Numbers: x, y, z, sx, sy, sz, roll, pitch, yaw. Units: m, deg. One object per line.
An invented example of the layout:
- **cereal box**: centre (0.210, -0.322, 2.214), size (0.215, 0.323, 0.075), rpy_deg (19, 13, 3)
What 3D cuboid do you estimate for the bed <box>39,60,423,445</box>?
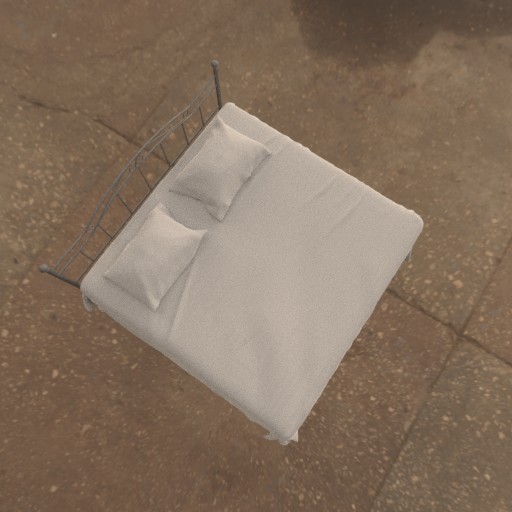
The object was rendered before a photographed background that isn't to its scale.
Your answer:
- **bed**: centre (0.000, 0.000, 3.558), size (2.220, 1.080, 2.309), rpy_deg (34, 77, 9)
